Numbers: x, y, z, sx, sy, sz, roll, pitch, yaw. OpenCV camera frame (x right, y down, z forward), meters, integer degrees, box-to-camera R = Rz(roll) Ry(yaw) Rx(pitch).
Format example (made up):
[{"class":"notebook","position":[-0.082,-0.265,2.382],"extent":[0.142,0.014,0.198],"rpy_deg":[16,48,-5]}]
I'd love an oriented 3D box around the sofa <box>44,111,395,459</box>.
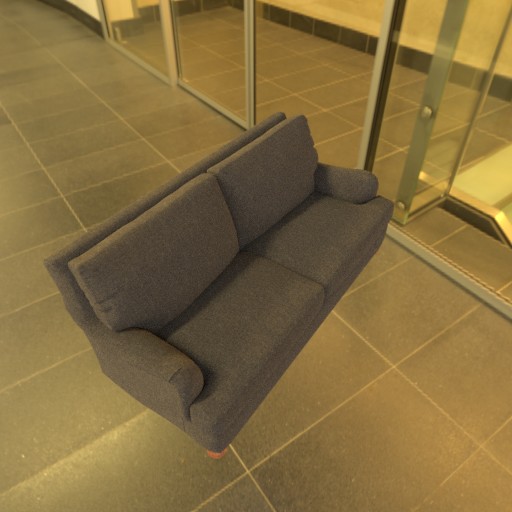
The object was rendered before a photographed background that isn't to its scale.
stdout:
[{"class":"sofa","position":[0.000,0.000,2.847],"extent":[1.087,1.054,2.160],"rpy_deg":[25,48,25]}]
